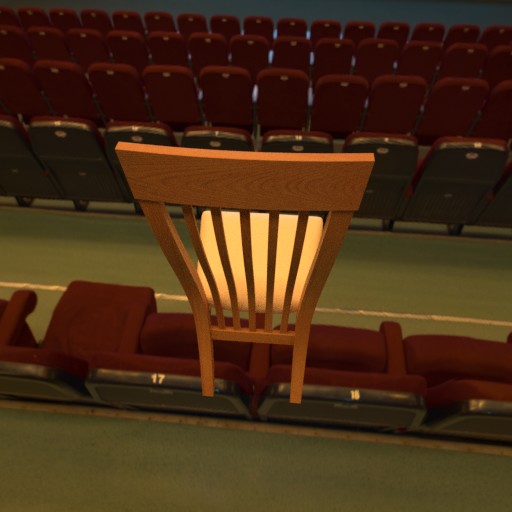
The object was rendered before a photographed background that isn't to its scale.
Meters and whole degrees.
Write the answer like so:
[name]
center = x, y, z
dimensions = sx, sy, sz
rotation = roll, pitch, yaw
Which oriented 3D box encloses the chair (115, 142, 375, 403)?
[chair]
center = 0.000, 0.000, 1.328
dimensions = 0.450, 1.050, 0.580
rotation = 3, 45, 3
